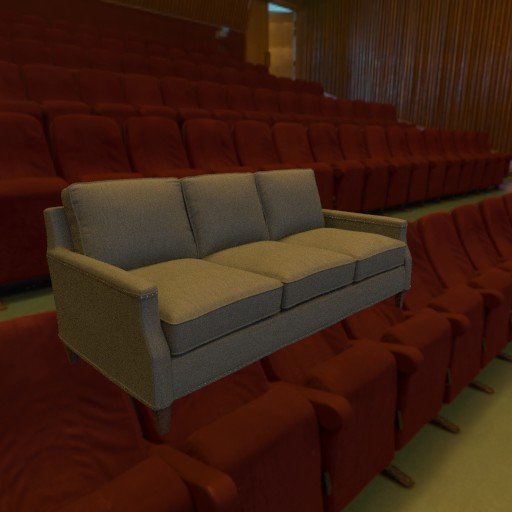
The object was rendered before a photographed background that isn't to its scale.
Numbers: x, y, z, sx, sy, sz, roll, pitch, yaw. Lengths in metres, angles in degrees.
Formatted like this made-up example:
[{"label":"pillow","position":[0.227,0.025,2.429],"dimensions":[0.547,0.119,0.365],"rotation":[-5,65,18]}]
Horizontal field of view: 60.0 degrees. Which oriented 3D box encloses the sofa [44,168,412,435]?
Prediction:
[{"label":"sofa","position":[0.000,0.000,2.822],"dimensions":[1.084,1.003,2.246],"rotation":[14,20,43]}]
